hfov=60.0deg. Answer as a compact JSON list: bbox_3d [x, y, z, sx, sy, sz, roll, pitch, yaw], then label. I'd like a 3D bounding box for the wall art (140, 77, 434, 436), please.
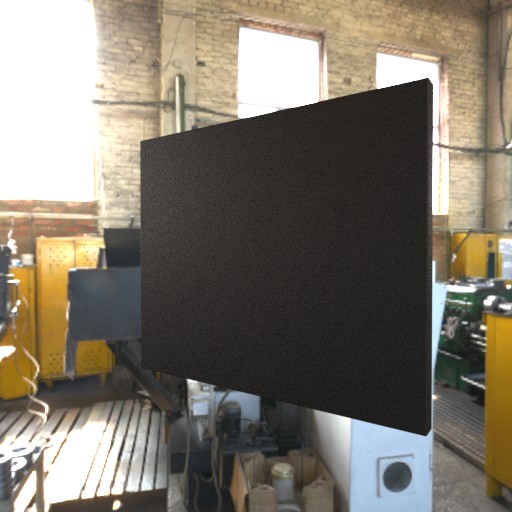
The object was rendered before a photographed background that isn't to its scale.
[{"bbox_3d":[0.000,0.000,0.736,0.558,0.457,0.031,1,1,36],"label":"wall art"}]
